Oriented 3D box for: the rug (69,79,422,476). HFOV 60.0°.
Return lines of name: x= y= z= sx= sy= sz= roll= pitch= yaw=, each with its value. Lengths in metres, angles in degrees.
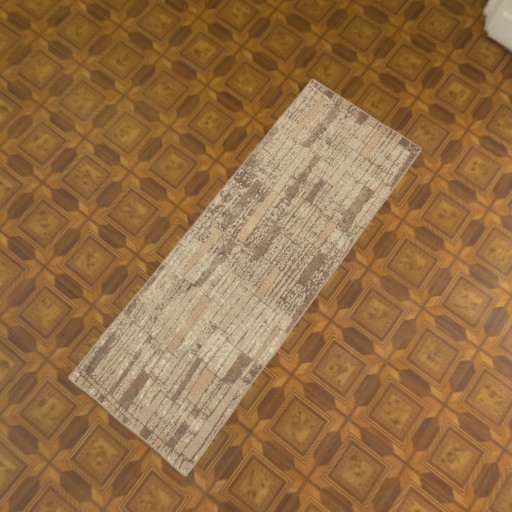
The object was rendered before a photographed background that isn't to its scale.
rug: x=0.000 y=0.000 z=2.639 sx=0.857 sy=0.018 sz=2.383 roll=36 pitch=79 yaw=8
